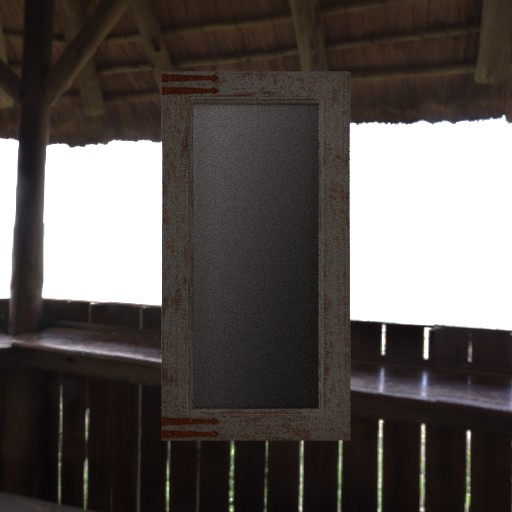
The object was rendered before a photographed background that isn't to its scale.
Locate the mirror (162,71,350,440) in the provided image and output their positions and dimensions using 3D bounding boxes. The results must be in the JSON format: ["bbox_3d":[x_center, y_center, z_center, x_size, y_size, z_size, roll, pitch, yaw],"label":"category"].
[{"bbox_3d":[0.000,0.000,1.116,0.472,0.922,0.027,0,0,0],"label":"mirror"}]
